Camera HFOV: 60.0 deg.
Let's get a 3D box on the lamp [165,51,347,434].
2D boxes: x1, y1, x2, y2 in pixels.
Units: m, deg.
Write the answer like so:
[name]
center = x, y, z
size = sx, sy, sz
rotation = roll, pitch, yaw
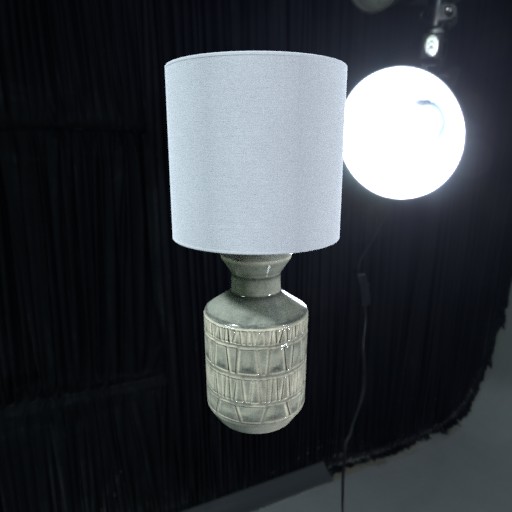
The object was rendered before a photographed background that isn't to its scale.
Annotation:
[lamp]
center = 0.000, 0.000, 0.578
size = 0.211, 0.455, 0.211
rotation = -7, 16, -27
